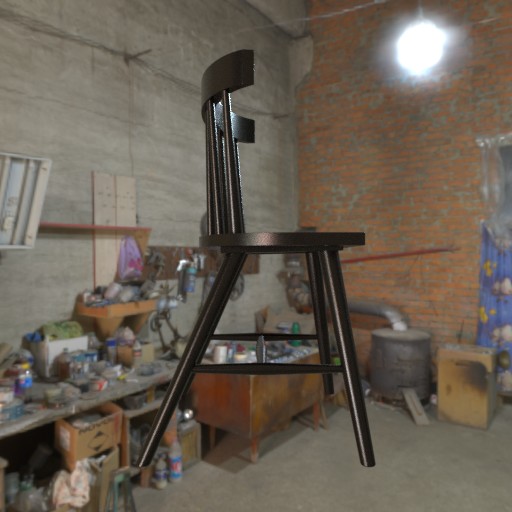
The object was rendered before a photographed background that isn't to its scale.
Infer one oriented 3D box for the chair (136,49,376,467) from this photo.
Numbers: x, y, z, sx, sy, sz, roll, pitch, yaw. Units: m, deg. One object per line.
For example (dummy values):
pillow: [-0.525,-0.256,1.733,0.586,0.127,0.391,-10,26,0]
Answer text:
chair: [0.000,0.000,1.136,0.483,0.844,0.506,0,-1,0]
